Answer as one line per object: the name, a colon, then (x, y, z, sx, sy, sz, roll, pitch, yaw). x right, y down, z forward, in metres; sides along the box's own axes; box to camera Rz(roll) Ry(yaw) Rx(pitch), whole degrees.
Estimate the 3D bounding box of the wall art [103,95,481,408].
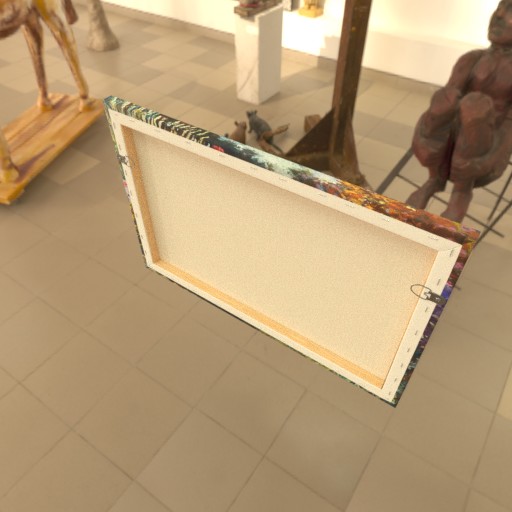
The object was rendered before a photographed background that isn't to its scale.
wall art: (0.000, 0.000, 1.430, 1.136, 0.760, 0.042, 26, 51, 23)
